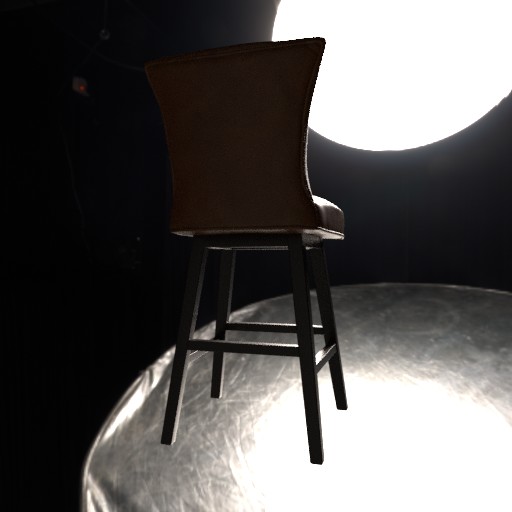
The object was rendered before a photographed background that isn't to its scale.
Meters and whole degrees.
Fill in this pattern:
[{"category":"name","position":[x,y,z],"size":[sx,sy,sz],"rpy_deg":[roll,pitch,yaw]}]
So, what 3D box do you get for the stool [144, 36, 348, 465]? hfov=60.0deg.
[{"category":"stool","position":[0.000,0.000,1.395],"size":[0.522,1.094,0.585],"rpy_deg":[0,0,17]}]
